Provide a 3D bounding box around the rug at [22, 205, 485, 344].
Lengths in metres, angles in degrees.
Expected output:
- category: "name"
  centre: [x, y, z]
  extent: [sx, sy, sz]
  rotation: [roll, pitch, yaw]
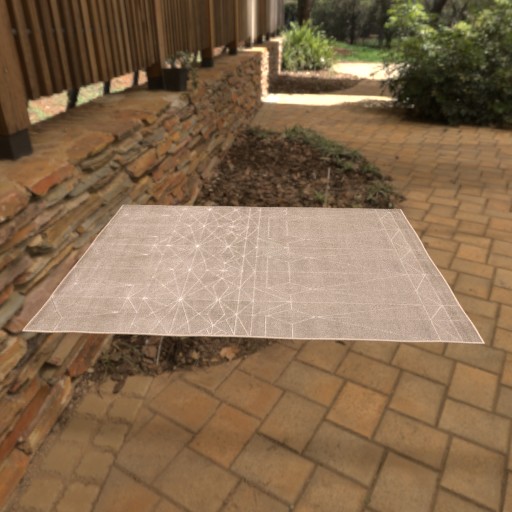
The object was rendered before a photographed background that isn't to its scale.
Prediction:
- category: "rug"
  centre: [0.000, 0.000, 4.267]
  extent: [3.357, 0.019, 2.449]
  rotation: [1, 29, 2]
